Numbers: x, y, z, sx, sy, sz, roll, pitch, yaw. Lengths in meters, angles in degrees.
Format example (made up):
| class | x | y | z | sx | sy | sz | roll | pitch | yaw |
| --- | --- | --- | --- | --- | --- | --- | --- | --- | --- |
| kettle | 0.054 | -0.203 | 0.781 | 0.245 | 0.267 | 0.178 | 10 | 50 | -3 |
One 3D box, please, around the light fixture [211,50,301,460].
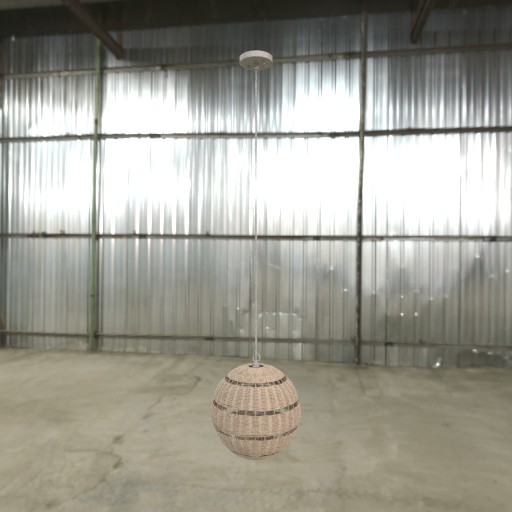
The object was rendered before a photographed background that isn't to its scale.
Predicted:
| class | x | y | z | sx | sy | sz | roll | pitch | yaw |
| --- | --- | --- | --- | --- | --- | --- | --- | --- | --- |
| light fixture | 0.000 | 0.000 | 2.261 | 0.457 | 2.019 | 0.457 | 0 | 0 | 37 |
